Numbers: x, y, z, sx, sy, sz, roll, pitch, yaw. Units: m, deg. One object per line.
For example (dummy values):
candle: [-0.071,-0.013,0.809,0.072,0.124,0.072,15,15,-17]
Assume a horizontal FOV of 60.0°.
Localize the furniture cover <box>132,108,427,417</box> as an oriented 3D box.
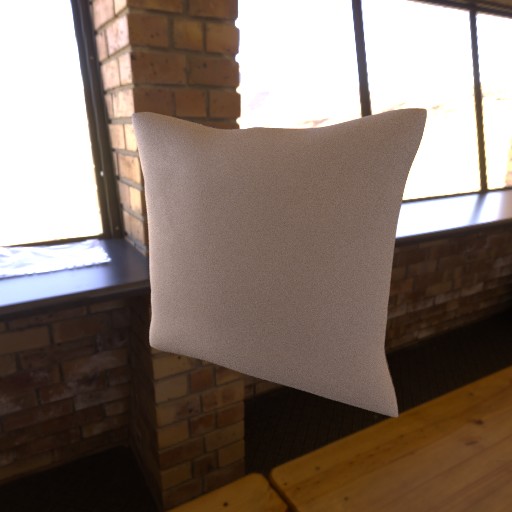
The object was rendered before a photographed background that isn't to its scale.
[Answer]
furniture cover: [0.000,0.000,0.814,0.552,0.509,0.193,9,19,27]
